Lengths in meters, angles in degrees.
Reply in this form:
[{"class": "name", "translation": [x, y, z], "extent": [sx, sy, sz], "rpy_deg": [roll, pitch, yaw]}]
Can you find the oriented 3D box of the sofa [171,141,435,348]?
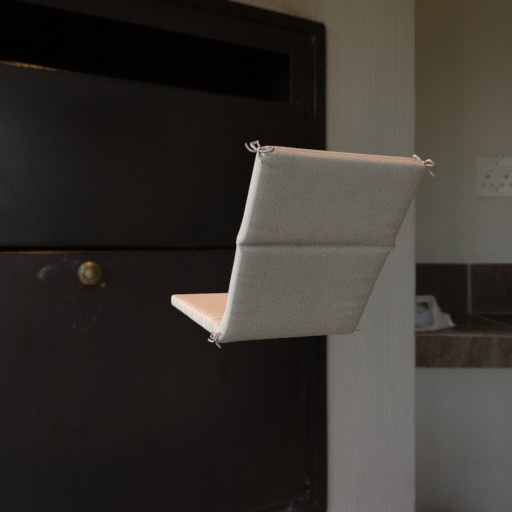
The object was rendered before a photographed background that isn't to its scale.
[{"class": "sofa", "translation": [0.000, 0.000, 1.980], "extent": [0.582, 0.622, 1.663], "rpy_deg": [0, 0, -19]}]
